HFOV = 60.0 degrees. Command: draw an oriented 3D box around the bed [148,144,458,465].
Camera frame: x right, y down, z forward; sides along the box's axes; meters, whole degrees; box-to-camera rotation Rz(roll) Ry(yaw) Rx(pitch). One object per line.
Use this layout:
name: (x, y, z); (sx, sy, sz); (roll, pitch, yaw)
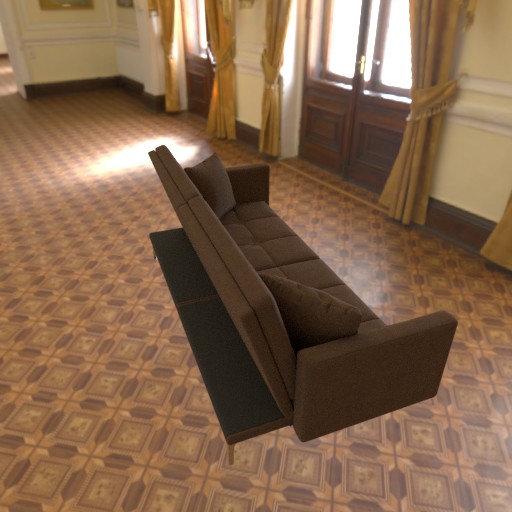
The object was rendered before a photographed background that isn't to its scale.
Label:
bed: (0.000, 0.000, 2.336); (0.889, 0.787, 1.905); (-11, 33, -18)
